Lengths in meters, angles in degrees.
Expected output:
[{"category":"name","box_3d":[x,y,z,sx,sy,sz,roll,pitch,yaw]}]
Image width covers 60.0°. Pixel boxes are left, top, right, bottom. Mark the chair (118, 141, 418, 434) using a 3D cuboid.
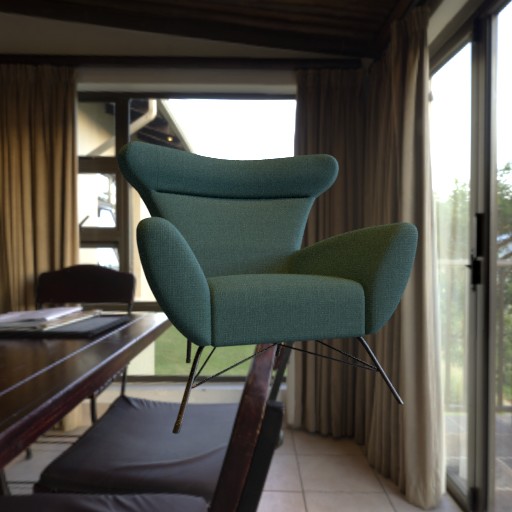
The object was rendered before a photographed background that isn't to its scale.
[{"category":"chair","box_3d":[0.000,0.000,1.784,1.050,0.980,0.900,0,1,-18]}]
